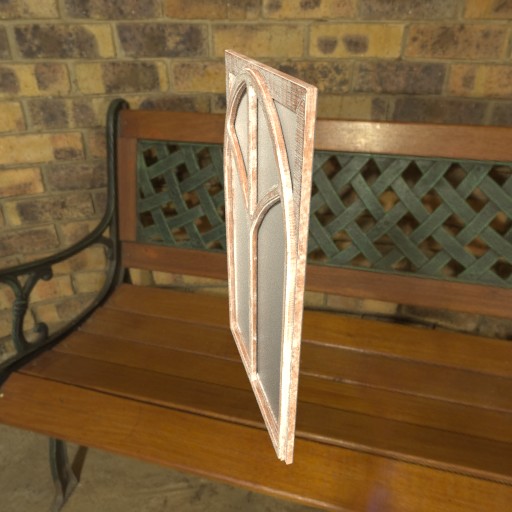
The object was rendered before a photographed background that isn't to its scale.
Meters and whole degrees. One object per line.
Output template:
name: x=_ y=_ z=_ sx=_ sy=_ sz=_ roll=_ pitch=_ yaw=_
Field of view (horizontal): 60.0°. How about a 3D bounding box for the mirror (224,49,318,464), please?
mirror: x=0.000 y=0.000 z=0.982 sx=0.058 sy=0.787 sz=0.495 roll=-8 pitch=31 yaw=-14
